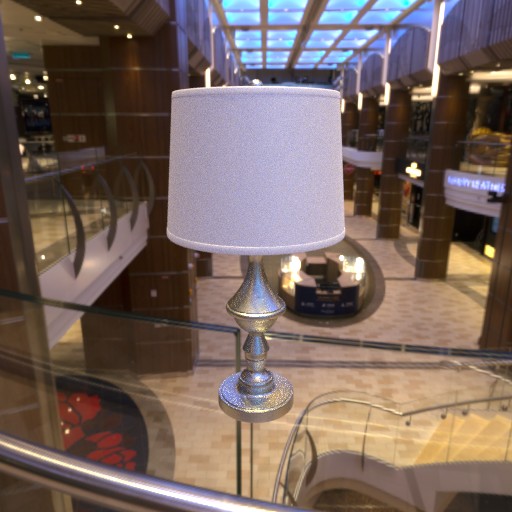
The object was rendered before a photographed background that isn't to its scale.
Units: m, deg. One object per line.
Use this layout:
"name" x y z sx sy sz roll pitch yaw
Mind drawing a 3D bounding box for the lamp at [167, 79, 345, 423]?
"lamp" 0.000 0.000 0.985 0.383 0.733 0.383 0 16 0
